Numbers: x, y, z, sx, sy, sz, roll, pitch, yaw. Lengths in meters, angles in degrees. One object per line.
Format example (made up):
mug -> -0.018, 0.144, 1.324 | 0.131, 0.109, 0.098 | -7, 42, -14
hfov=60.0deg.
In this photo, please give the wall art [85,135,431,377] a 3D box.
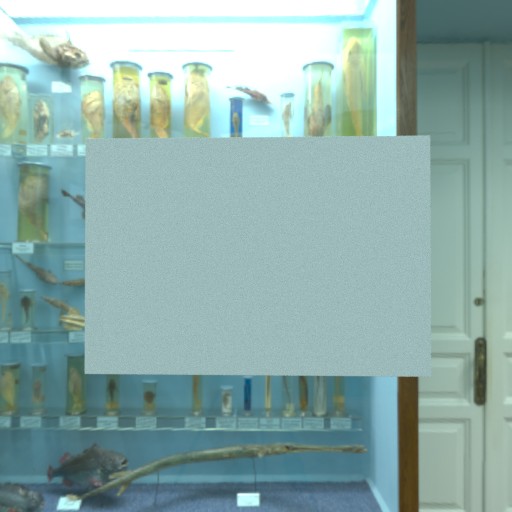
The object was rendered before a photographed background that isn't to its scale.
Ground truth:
wall art -> 0.000, 0.000, 1.702 | 1.308, 0.902, 0.051 | 0, -1, 2
